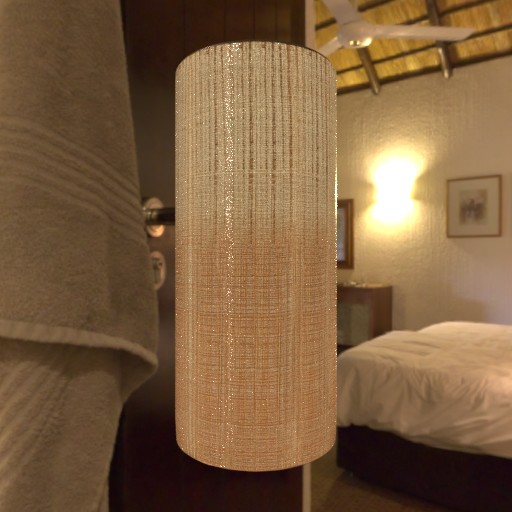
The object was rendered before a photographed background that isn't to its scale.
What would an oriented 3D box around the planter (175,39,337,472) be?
[{"bbox_3d":[0.000,0.000,0.280,0.100,0.227,0.100,0,0,0],"label":"planter"}]
